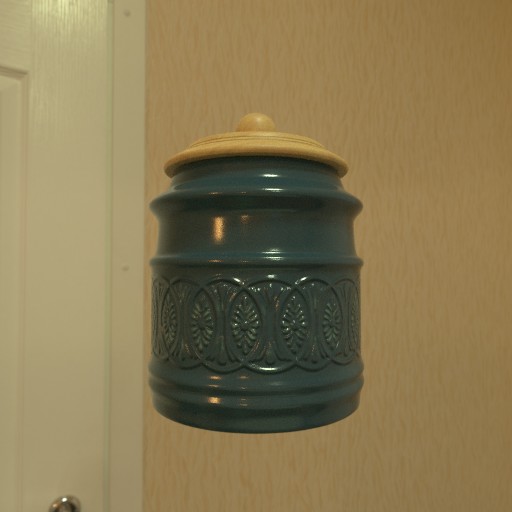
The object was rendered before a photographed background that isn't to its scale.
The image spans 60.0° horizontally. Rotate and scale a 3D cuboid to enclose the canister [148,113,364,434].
[{"bbox_3d":[0.000,0.000,0.275,0.130,0.176,0.130,0,-2,0],"label":"canister"}]
